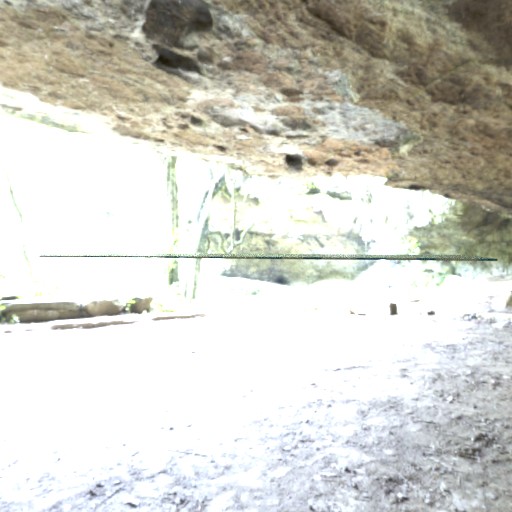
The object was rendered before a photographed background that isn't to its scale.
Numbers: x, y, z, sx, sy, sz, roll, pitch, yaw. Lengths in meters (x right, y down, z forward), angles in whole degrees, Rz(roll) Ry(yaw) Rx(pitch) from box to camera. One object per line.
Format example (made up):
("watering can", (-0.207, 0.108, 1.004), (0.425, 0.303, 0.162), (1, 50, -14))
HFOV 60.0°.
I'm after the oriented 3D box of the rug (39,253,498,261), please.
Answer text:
("rug", (0.000, 0.000, 1.631), (1.492, 0.007, 0.503), (0, 1, 17))
